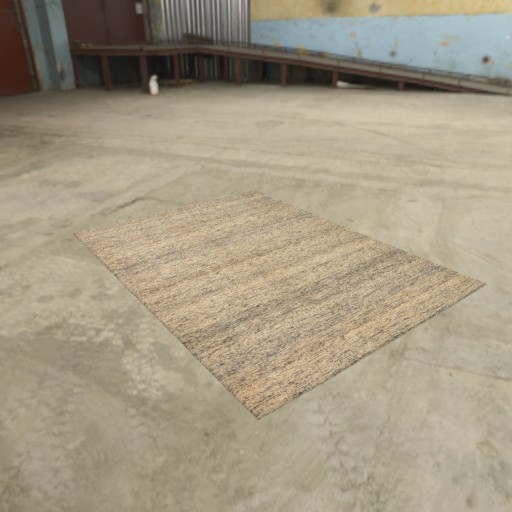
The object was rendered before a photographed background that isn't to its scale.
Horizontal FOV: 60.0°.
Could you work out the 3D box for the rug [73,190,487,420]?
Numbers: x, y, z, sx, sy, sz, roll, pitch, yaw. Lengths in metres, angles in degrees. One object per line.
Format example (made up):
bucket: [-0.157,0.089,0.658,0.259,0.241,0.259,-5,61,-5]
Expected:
rug: [0.000,0.000,4.183,2.414,0.036,3.199,-19,32,-33]
